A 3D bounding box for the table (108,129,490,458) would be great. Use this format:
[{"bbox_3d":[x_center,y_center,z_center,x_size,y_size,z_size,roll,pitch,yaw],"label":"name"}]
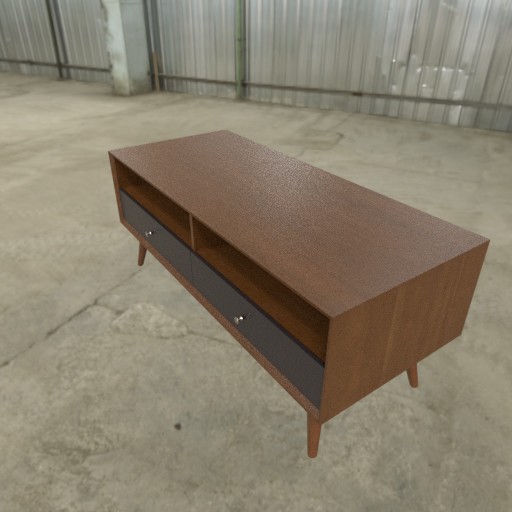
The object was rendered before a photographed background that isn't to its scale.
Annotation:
[{"bbox_3d":[0.000,0.000,1.378,0.490,0.464,1.119,-20,36,-30],"label":"table"}]
